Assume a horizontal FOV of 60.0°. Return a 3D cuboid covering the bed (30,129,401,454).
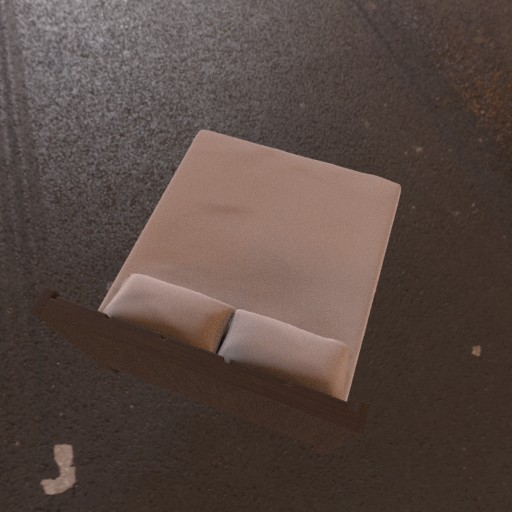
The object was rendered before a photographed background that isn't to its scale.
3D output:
[{"bbox_3d":[0.000,0.000,3.104,1.735,1.261,1.992,18,64,9],"label":"bed"}]
